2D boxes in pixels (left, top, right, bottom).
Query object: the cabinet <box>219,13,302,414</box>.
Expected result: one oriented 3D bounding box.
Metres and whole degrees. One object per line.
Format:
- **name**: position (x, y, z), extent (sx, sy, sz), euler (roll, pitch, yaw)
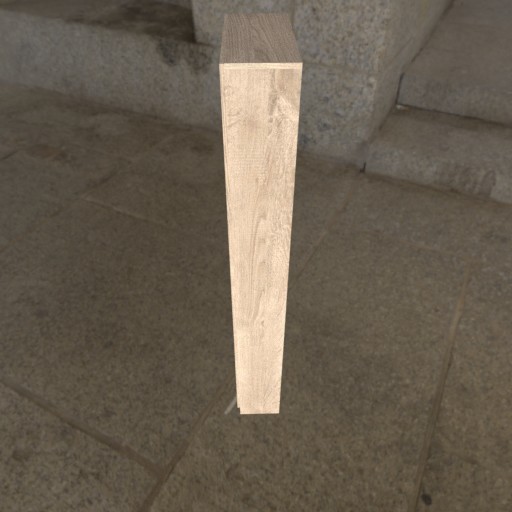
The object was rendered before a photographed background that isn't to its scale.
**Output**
- **cabinet**: position (0.000, 0.000, 1.934), extent (0.230, 1.790, 0.500), euler (-1, 42, -1)
